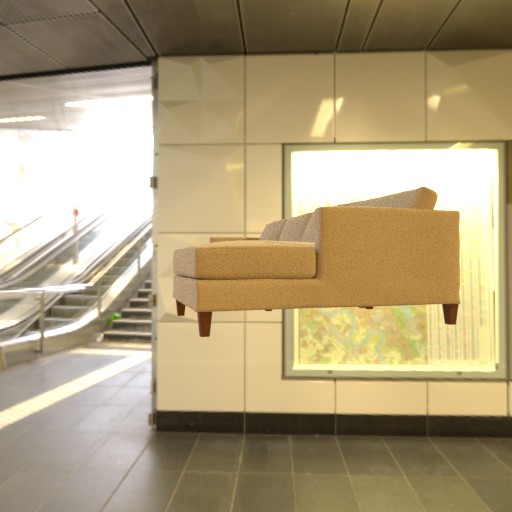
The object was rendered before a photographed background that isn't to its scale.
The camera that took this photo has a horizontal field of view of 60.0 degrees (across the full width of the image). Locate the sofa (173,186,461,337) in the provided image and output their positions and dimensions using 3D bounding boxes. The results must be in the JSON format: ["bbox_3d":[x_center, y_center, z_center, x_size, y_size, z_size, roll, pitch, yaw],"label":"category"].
[{"bbox_3d":[0.000,0.000,3.938,1.625,0.861,3.186,0,-1,-17],"label":"sofa"}]
